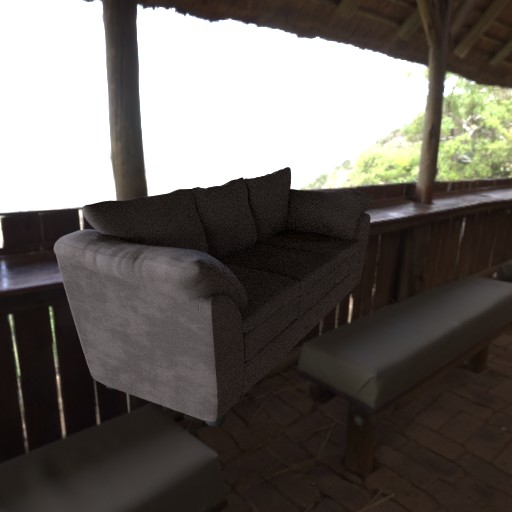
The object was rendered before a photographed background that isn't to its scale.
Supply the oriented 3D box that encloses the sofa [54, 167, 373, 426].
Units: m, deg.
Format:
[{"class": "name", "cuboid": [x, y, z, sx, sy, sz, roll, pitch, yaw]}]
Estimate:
[{"class": "sofa", "cuboid": [0.000, 0.000, 2.821, 0.893, 0.981, 2.377, 8, 17, 28]}]
